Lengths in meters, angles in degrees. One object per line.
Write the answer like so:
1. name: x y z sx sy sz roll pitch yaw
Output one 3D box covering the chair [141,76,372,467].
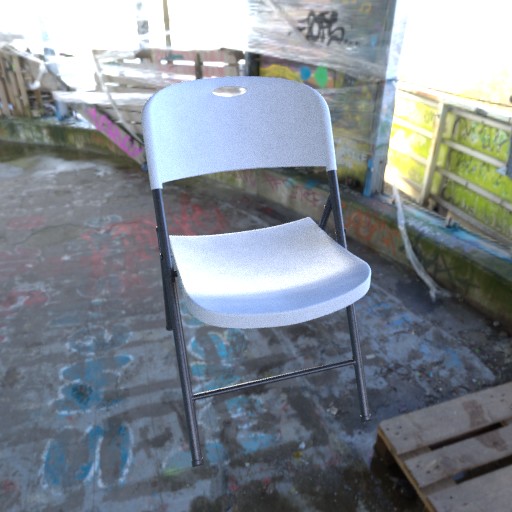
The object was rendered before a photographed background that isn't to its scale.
1. chair: 0.000 0.000 1.170 0.494 0.810 0.566 -9 32 -14
